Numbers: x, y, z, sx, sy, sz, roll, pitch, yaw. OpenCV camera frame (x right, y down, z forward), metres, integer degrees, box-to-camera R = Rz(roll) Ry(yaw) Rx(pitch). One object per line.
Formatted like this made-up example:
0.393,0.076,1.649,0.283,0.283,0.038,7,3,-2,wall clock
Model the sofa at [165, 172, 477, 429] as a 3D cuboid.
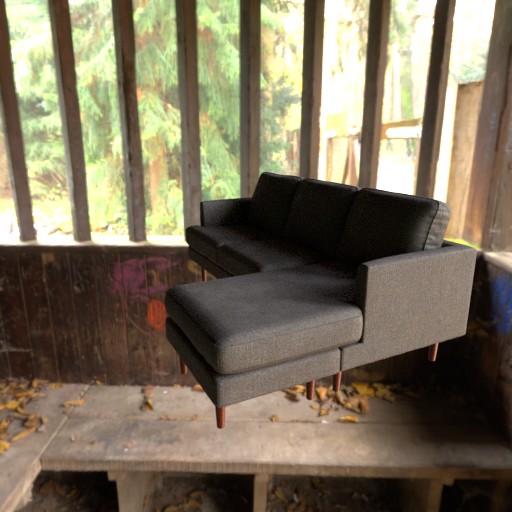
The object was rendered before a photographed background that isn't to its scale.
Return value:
0.000,0.000,3.022,1.504,0.956,2.233,-8,18,-26,sofa
